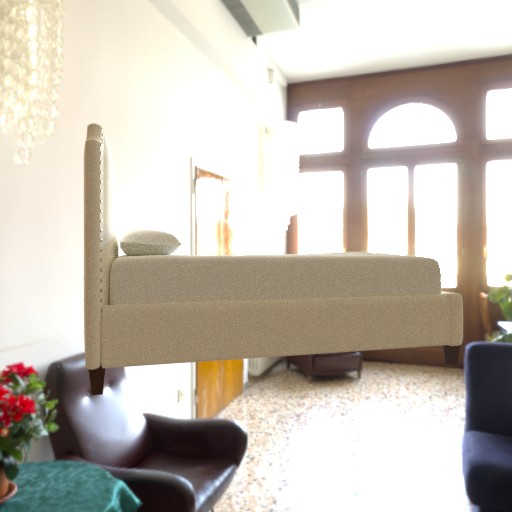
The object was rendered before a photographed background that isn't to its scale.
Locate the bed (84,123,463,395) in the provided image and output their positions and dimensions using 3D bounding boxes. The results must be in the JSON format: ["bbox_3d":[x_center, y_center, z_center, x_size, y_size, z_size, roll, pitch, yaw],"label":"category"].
[{"bbox_3d":[0.000,0.000,3.388,2.365,1.443,1.712,0,0,-17],"label":"bed"}]
